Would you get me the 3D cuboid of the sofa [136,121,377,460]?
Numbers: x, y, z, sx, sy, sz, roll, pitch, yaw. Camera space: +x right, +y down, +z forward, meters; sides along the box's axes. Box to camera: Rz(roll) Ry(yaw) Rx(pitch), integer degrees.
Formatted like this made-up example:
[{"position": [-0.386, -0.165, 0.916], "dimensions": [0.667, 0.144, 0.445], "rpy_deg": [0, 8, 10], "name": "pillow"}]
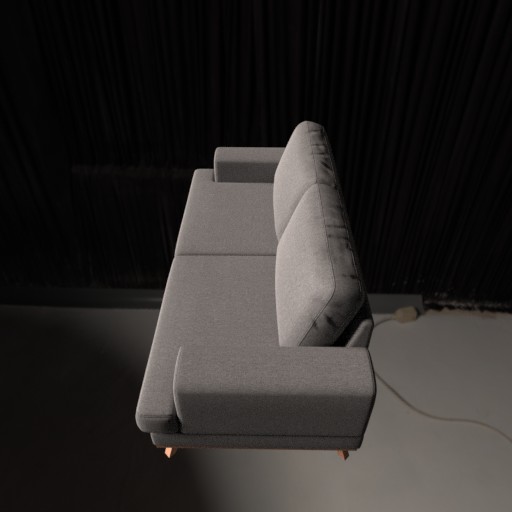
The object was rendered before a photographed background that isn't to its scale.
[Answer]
[{"position": [0.000, 0.000, 2.065], "dimensions": [0.785, 0.810, 1.650], "rpy_deg": [1, 40, 1], "name": "sofa"}]
